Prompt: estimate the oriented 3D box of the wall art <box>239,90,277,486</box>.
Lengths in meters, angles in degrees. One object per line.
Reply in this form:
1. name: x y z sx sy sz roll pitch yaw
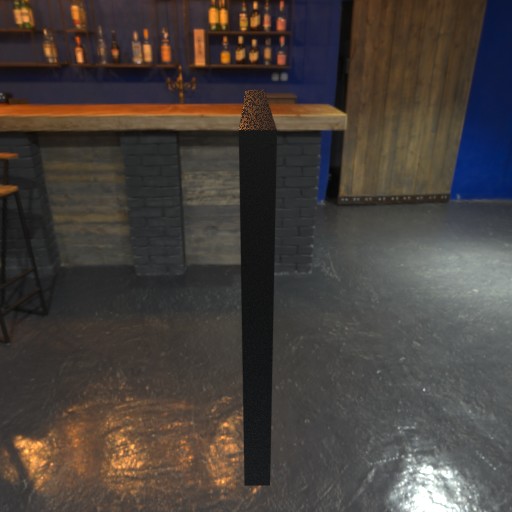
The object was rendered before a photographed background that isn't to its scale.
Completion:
1. wall art: 0.000 0.000 0.771 0.038 0.506 0.506 0 25 0
